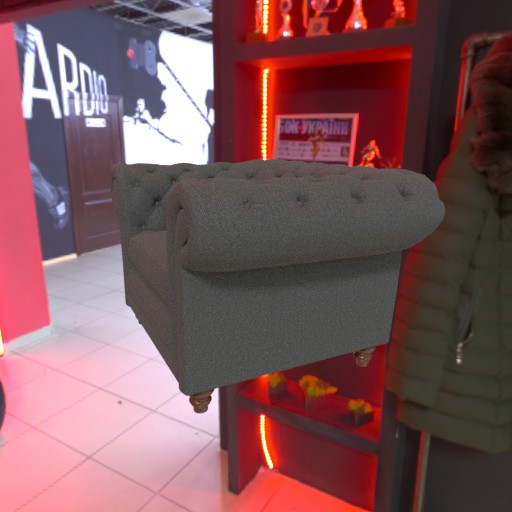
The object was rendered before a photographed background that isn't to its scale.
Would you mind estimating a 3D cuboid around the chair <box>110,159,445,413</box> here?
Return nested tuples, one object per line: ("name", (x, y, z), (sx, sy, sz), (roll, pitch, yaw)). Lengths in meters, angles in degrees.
("chair", (0.000, 0.000, 1.903), (0.976, 0.770, 1.270), (-7, 16, -26))
